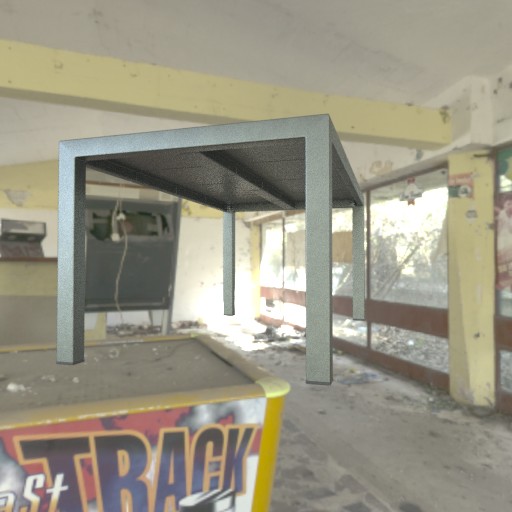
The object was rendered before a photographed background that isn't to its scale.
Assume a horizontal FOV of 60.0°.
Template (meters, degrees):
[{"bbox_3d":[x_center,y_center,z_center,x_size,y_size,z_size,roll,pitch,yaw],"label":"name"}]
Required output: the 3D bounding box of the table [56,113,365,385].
[{"bbox_3d":[0.000,0.000,1.288,0.559,0.460,0.965,0,-1,17],"label":"table"}]
